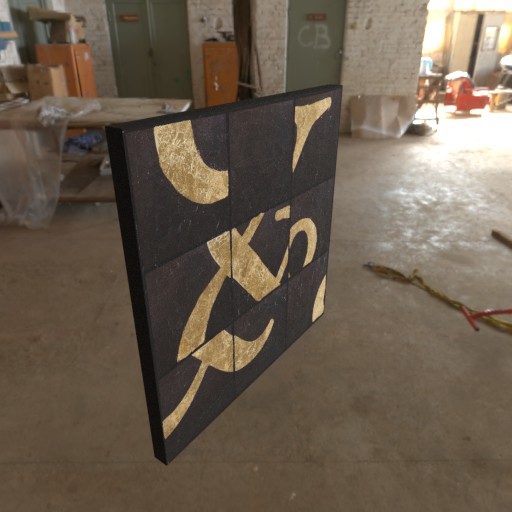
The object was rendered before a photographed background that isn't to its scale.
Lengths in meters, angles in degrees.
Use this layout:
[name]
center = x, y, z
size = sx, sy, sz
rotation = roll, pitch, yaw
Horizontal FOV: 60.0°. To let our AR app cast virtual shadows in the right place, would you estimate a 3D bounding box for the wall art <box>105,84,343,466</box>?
[wall art]
center = 0.000, 0.000, 1.132
size = 0.044, 0.758, 0.758
rotation = 18, 32, 32
